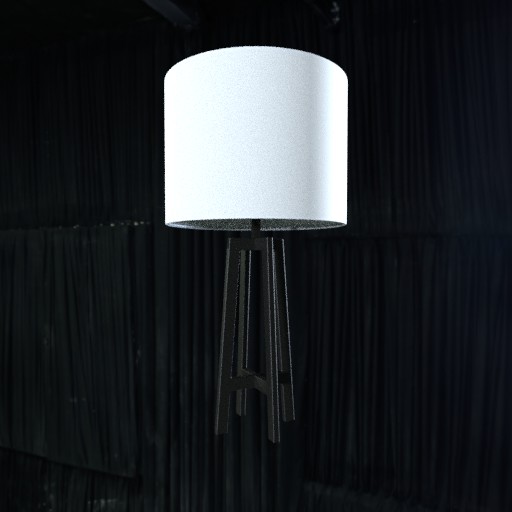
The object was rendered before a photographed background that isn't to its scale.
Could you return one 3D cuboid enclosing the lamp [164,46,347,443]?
[{"bbox_3d":[0.000,0.000,0.637,0.257,0.489,0.257,0,0,19],"label":"lamp"}]
